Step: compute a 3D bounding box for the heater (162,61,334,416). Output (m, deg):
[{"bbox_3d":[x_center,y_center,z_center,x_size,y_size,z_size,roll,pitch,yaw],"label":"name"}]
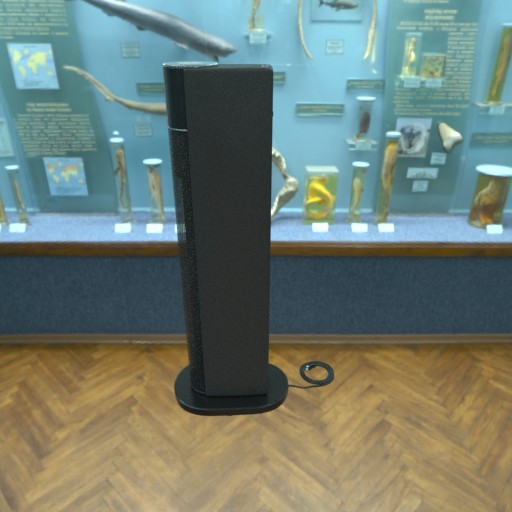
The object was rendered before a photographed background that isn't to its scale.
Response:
[{"bbox_3d":[0.000,0.000,1.070,0.458,0.856,0.214,0,27,1],"label":"heater"}]
